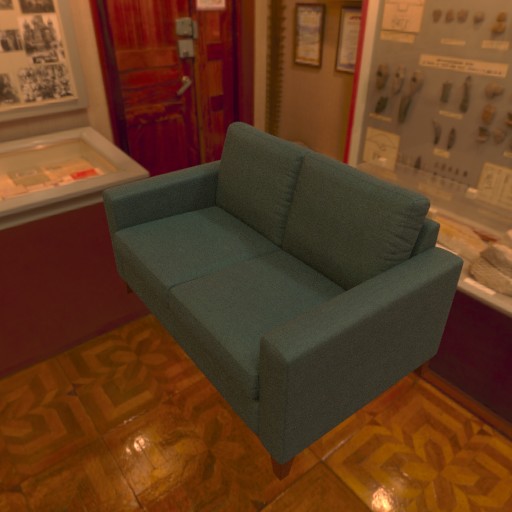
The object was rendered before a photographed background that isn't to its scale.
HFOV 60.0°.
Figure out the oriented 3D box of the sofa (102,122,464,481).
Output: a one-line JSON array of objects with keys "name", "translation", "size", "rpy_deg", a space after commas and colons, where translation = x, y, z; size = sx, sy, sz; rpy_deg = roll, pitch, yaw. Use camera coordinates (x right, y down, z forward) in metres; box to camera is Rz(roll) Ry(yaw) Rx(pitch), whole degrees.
[{"name": "sofa", "translation": [0.000, 0.000, 2.093], "size": [0.955, 0.903, 1.489], "rpy_deg": [-22, 38, -30]}]
